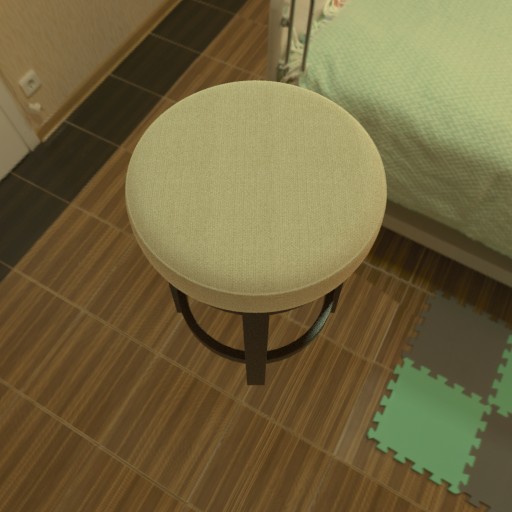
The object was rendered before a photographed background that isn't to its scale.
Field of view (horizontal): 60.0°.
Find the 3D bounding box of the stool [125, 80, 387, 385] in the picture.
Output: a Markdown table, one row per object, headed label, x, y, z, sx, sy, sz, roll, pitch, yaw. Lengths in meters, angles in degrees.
| label | x | y | z | sx | sy | sz | roll | pitch | yaw |
| --- | --- | --- | --- | --- | --- | --- | --- | --- | --- |
| stool | 0.000 | 0.000 | 0.985 | 0.449 | 0.655 | 0.449 | 0 | 64 | 0 |
